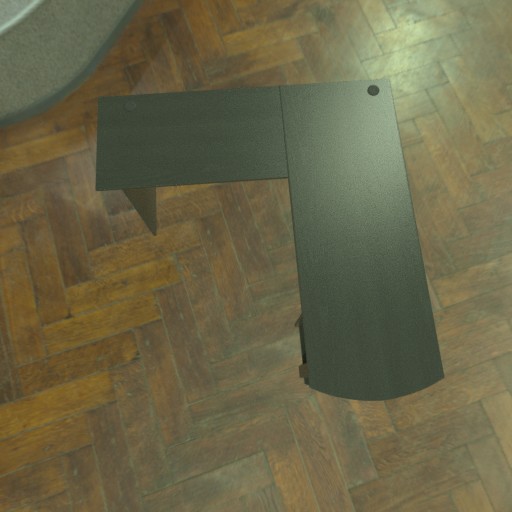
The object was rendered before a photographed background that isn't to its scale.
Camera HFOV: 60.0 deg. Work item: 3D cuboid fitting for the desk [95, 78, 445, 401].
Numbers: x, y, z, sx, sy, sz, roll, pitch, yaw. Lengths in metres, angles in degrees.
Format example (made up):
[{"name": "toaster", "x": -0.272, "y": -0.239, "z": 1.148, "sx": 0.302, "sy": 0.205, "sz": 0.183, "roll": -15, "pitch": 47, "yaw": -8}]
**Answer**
[{"name": "desk", "x": 0.000, "y": 0.000, "z": 2.130, "sx": 1.303, "sy": 0.716, "sz": 1.361, "roll": -4, "pitch": 74, "yaw": -1}]
